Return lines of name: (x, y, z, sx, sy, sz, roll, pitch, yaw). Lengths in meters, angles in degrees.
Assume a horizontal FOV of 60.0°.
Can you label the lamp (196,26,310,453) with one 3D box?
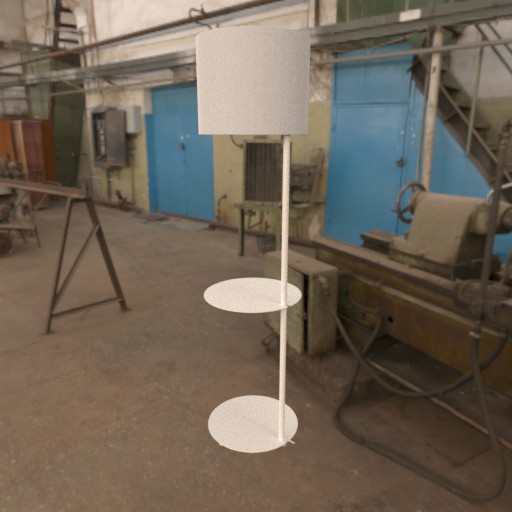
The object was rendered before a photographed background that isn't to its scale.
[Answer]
lamp: (0.000, 0.000, 1.634, 0.405, 1.465, 0.372, 15, 21, 43)
